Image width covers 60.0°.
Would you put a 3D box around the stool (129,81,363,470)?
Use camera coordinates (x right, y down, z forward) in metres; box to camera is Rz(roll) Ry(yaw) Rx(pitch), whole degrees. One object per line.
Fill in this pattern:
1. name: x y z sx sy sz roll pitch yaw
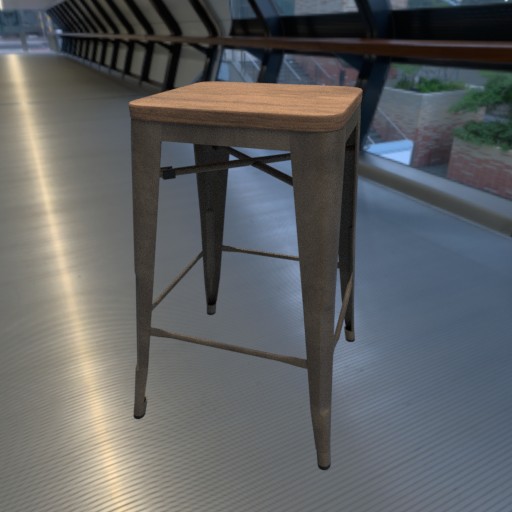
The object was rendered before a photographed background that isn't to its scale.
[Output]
1. stool: 0.000 0.000 0.880 0.407 0.607 0.407 8 29 16
